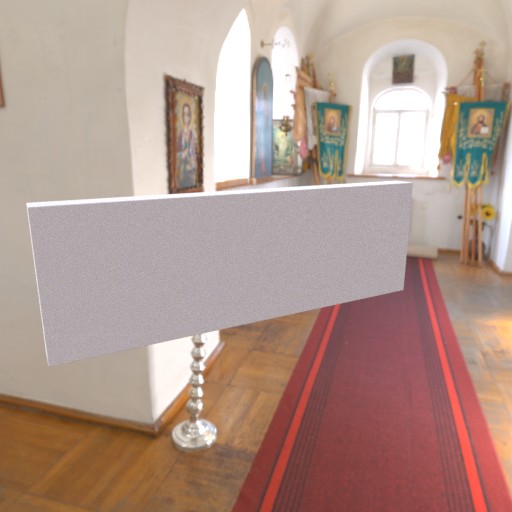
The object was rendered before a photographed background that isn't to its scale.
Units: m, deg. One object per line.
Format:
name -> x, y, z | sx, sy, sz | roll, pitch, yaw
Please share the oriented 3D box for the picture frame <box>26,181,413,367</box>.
picture frame -> 0.000, 0.000, 0.853 | 0.759, 0.250, 0.050 | -8, 17, -27
